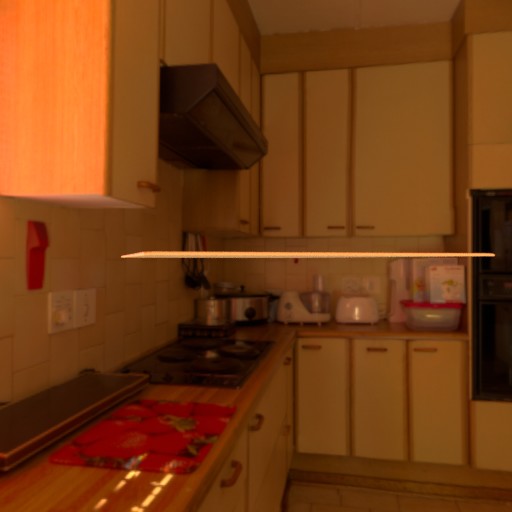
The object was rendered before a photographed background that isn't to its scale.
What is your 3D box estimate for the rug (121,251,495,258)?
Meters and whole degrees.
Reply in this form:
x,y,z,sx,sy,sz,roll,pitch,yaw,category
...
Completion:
x,y,z,sx,sy,sz,roll,pitch,yaw,category
0.000,0.000,2.726,1.524,0.013,2.134,0,0,-19,rug
